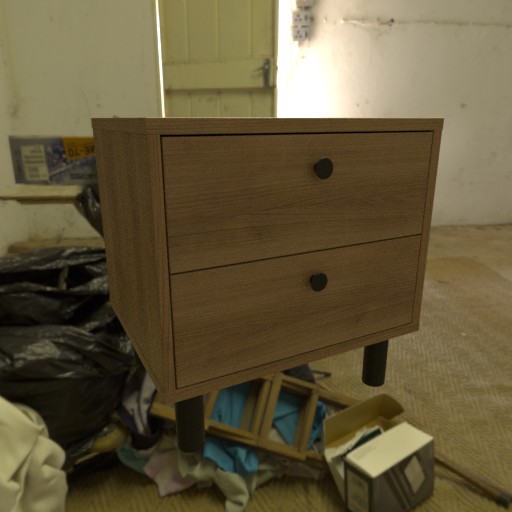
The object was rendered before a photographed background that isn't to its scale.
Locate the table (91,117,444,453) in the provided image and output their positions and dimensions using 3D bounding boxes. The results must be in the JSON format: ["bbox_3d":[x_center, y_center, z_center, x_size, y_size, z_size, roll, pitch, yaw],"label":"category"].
[{"bbox_3d":[0.000,0.000,0.773,0.445,0.460,0.380,-9,19,-27],"label":"table"}]
